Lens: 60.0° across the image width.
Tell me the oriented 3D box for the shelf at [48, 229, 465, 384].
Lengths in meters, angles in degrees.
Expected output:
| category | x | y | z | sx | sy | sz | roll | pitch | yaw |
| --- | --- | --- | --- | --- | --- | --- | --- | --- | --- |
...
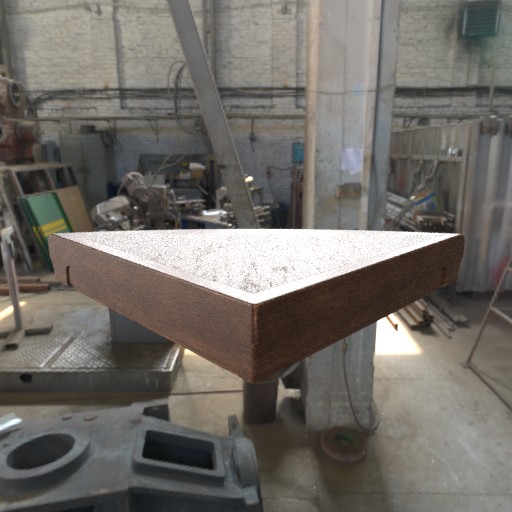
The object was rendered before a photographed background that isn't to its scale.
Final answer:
| category | x | y | z | sx | sy | sz | roll | pitch | yaw |
| --- | --- | --- | --- | --- | --- | --- | --- | --- | --- |
| shelf | 0.000 | 0.000 | 0.465 | 0.310 | 0.050 | 0.310 | -13 | 19 | -43 |
